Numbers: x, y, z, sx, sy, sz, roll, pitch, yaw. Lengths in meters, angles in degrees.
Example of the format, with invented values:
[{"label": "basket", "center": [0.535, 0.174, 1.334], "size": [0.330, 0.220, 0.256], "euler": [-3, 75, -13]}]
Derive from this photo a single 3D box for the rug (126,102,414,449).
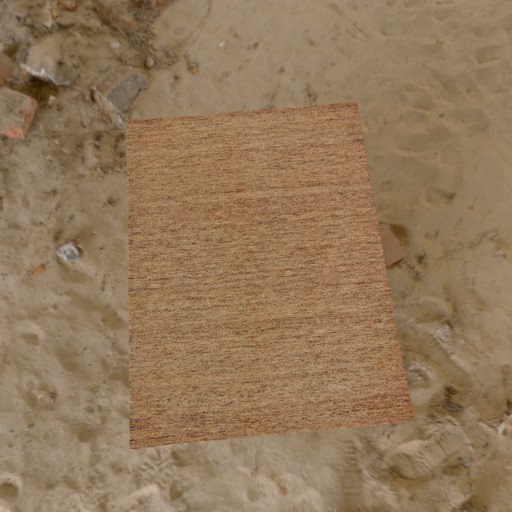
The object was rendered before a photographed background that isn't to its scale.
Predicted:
[{"label": "rug", "center": [0.000, 0.000, 4.225], "size": [2.438, 0.012, 3.200], "euler": [-5, 74, -1]}]
